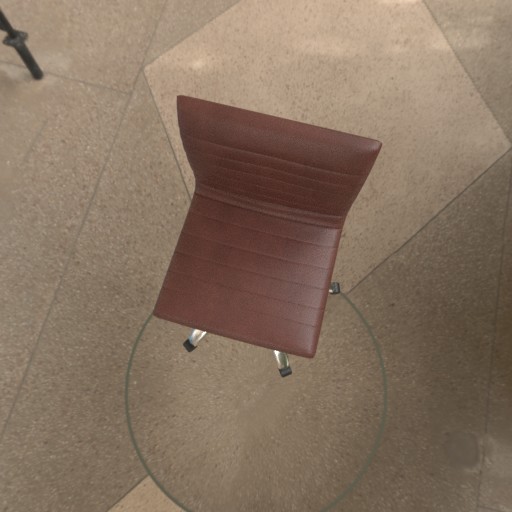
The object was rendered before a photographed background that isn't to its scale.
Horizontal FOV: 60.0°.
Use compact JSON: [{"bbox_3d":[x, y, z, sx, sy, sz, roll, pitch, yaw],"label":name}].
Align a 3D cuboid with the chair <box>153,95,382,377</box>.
[{"bbox_3d":[0.000,0.000,1.134,0.556,0.780,0.530,14,74,4],"label":"chair"}]
